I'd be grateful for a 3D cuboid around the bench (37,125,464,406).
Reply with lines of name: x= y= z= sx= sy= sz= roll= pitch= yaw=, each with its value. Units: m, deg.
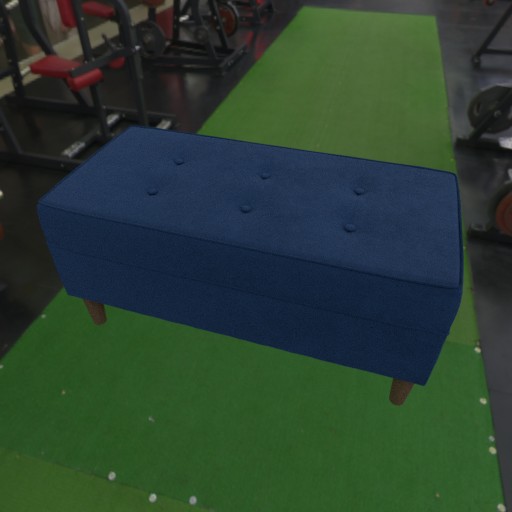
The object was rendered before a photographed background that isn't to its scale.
bench: x=0.000 y=0.000 z=1.278 sx=1.010 sy=0.467 sz=0.489 roll=12 pitch=42 yaw=13
